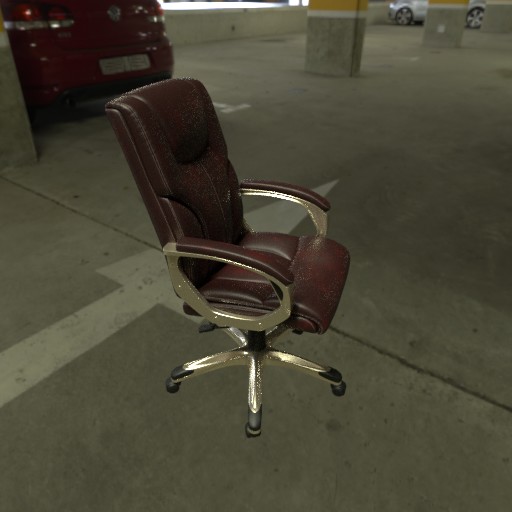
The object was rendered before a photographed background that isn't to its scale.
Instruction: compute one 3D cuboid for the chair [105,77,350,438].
[{"bbox_3d":[0.000,0.000,1.557,0.739,1.107,0.662,10,32,17],"label":"chair"}]
